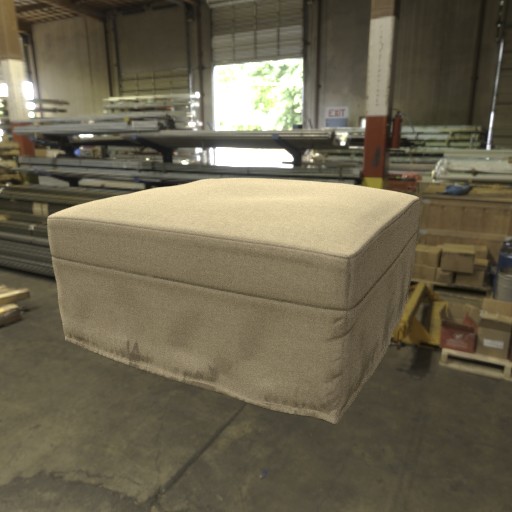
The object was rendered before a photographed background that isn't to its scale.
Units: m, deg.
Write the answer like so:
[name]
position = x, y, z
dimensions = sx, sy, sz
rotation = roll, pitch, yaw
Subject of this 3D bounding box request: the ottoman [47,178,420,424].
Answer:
[ottoman]
position = 0.000, 0.000, 1.361
dimensions = 0.840, 0.436, 0.843
rotation = 8, 18, 27
